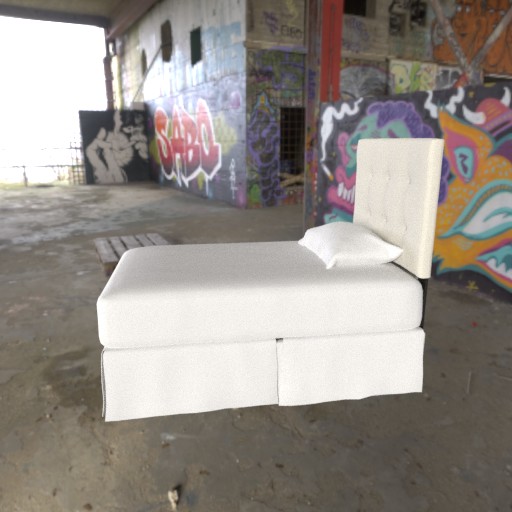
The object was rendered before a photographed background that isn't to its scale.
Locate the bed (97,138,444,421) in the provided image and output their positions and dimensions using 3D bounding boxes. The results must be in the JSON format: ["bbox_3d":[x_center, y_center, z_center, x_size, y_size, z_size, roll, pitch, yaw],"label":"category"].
[{"bbox_3d":[0.000,0.000,3.059,1.997,1.571,1.261,-2,15,-8],"label":"bed"}]
